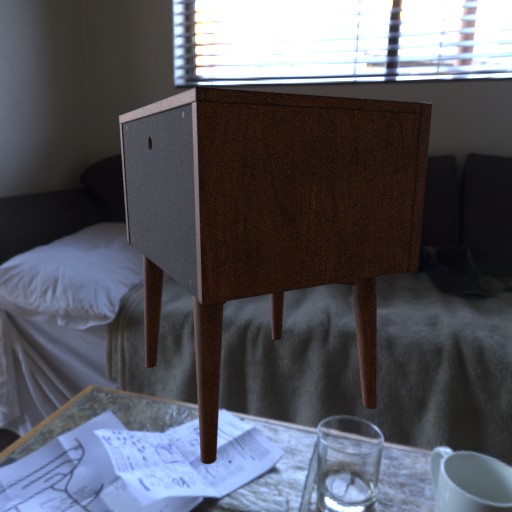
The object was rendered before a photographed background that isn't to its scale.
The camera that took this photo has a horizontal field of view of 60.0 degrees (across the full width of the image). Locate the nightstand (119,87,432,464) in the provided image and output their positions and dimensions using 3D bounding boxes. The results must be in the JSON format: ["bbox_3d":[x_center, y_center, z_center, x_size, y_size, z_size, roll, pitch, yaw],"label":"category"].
[{"bbox_3d":[0.000,0.000,0.969,0.445,0.607,0.521,-7,15,-27],"label":"nightstand"}]
